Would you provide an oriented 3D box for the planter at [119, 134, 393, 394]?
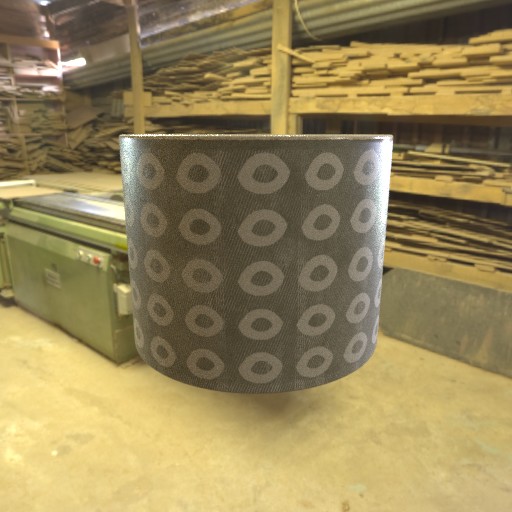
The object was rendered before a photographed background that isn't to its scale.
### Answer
[{"bbox_3d":[0.000,0.000,0.453,0.250,0.239,0.250,0,15,0],"label":"planter"}]
